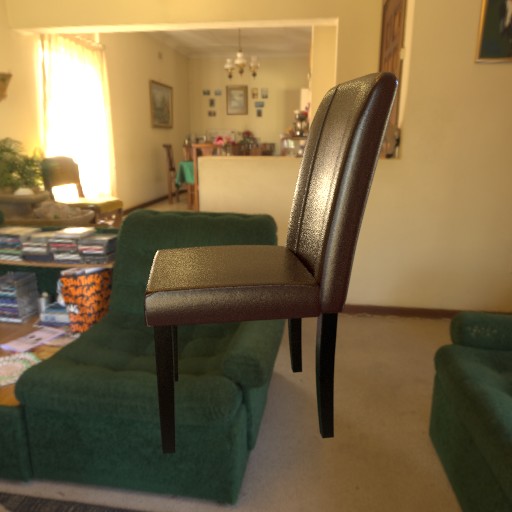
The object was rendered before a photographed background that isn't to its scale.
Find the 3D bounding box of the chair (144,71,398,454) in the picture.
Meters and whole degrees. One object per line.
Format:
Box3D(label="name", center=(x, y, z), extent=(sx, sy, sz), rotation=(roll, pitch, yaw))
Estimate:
Box3D(label="chair", center=(0.000, 0.000, 1.186), extent=(0.556, 0.897, 0.399), rotation=(-2, 15, -8))
